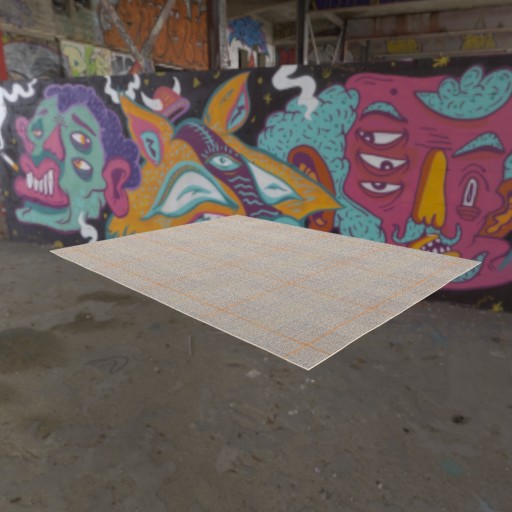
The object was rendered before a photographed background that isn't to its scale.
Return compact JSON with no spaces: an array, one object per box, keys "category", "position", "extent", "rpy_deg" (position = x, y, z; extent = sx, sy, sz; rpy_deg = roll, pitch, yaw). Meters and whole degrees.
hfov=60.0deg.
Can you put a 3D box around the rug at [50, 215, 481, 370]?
[{"category":"rug","position":[0.000,0.000,3.998],"extent":[3.051,0.021,2.448],"rpy_deg":[15,22,42]}]
